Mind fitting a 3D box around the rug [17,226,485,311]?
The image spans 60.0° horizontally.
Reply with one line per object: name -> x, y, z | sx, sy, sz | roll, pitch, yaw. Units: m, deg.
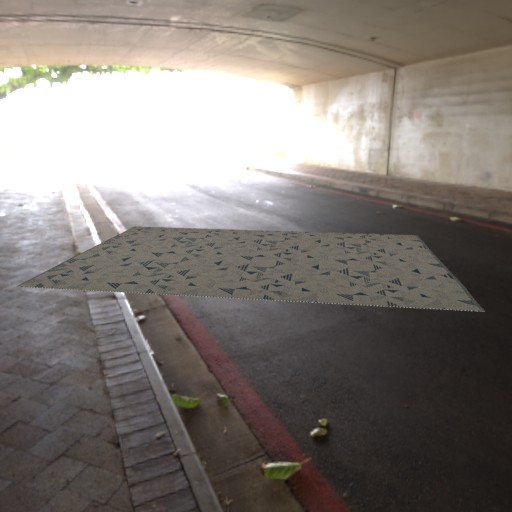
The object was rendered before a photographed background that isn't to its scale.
rug -> 0.000, 0.000, 2.278 | 1.835, 0.003, 1.206 | 2, 16, 8
